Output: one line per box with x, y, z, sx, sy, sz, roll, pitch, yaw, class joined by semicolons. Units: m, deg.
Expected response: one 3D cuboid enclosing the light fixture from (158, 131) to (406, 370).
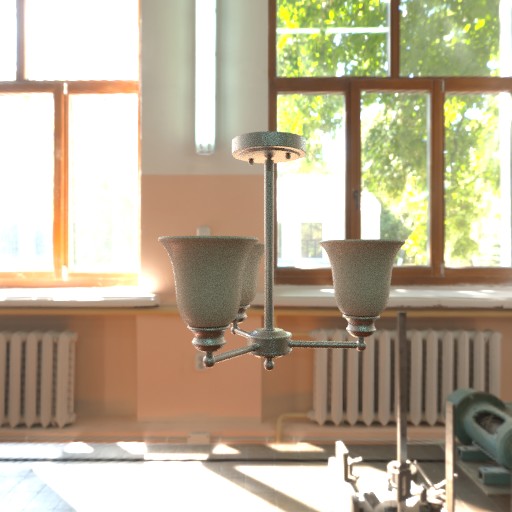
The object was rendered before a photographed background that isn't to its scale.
0.000;0.000;0.688;0.388;0.370;0.354;0;0;35;light fixture
